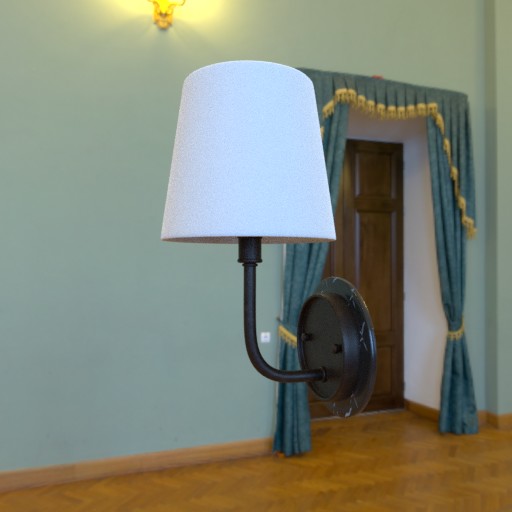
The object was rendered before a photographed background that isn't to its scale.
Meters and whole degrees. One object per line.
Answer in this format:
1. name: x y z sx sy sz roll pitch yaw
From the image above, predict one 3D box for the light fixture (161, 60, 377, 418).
1. light fixture: 0.000 0.000 0.446 0.188 0.337 0.168 0 -1 -19
